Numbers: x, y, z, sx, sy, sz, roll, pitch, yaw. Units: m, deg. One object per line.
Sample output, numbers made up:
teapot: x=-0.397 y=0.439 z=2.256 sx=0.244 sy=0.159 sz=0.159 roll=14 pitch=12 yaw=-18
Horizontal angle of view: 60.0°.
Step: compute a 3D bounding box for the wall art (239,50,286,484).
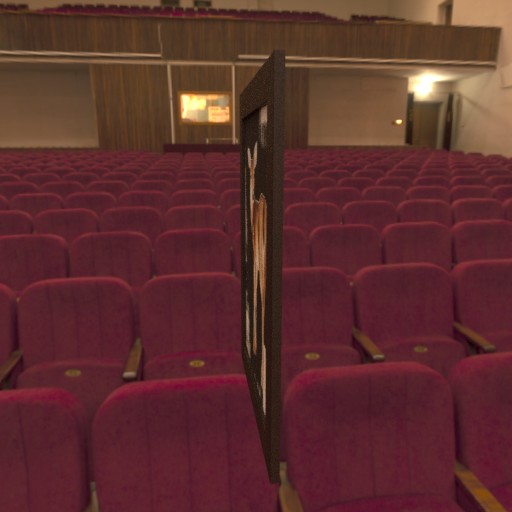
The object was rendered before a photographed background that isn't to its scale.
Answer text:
wall art: x=0.000 y=0.000 z=0.676 sx=0.013 sy=0.508 sz=0.359 roll=-2 pitch=13 yaw=-7
